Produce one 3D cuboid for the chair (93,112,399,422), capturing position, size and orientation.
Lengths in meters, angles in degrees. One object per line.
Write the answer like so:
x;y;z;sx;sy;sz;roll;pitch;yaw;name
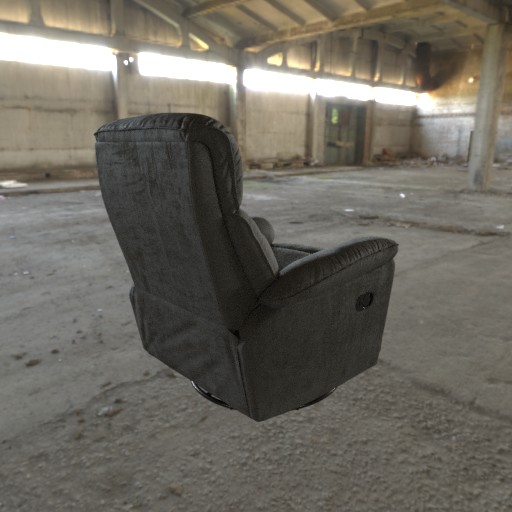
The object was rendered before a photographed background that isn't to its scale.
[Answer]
0.000;0.000;1.748;1.004;1.037;0.820;-13;20;-42;chair
